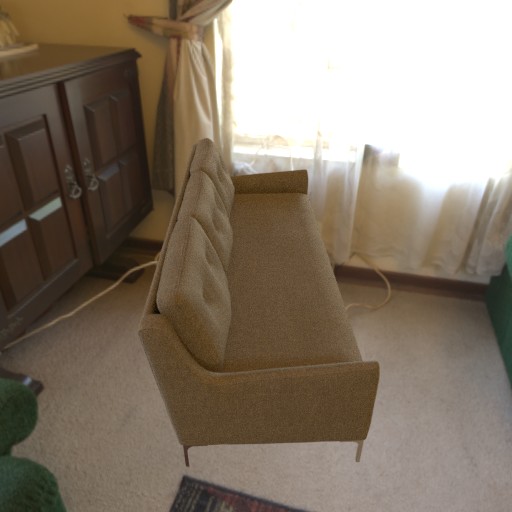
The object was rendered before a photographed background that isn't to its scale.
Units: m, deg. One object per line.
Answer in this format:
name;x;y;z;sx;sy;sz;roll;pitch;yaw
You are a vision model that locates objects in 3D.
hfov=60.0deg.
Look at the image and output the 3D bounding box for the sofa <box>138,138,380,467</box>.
sofa;0.000;0.000;2.501;0.849;0.837;2.060;-1;31;-2
